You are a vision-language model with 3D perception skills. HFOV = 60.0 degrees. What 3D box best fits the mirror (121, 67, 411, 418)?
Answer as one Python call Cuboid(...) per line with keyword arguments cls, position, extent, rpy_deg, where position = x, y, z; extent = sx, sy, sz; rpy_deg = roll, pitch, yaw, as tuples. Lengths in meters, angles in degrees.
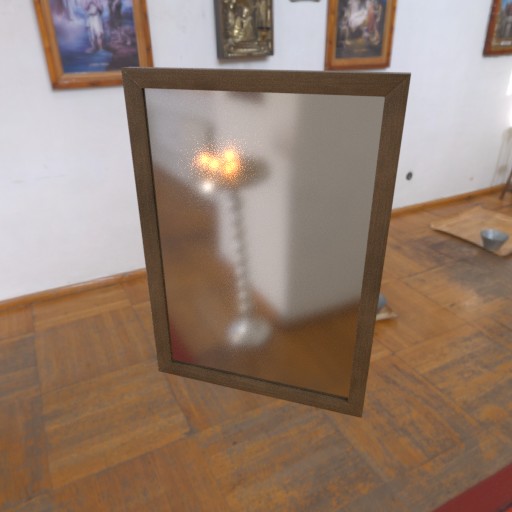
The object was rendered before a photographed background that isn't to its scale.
Cuboid(cls="mirror", position=(0.000, 0.000, 0.916), extent=(0.507, 0.710, 0.040), rpy_deg=(8, 27, 16))
